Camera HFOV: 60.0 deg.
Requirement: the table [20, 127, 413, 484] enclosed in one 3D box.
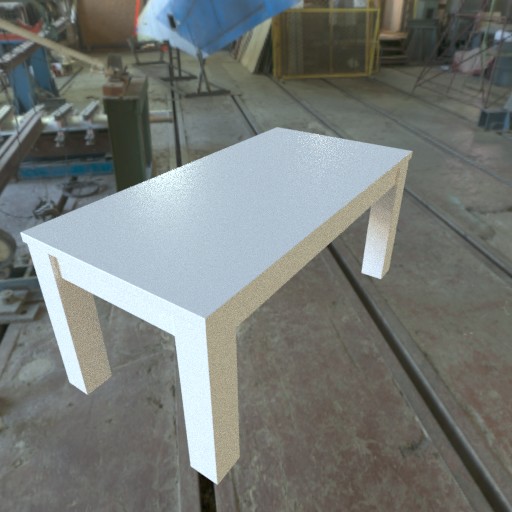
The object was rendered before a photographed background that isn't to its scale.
[{"bbox_3d":[0.000,0.000,2.274,0.900,0.790,1.800,19,36,29],"label":"table"}]
